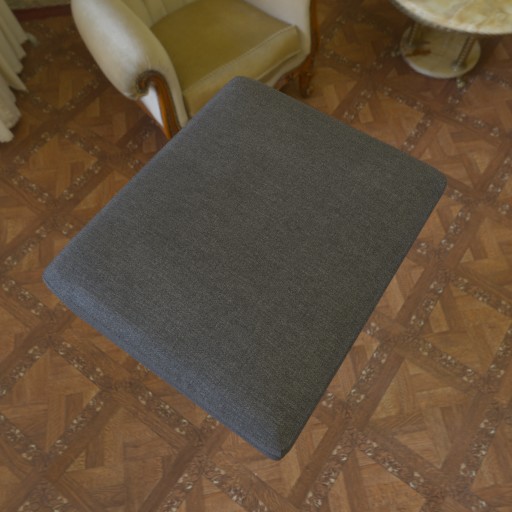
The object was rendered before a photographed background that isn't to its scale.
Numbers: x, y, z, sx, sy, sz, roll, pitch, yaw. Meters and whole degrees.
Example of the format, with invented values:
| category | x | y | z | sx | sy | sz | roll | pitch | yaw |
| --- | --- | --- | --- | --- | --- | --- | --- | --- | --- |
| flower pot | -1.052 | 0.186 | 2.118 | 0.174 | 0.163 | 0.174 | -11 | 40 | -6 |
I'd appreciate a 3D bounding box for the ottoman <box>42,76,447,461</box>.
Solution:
| category | x | y | z | sx | sy | sz | roll | pitch | yaw |
| --- | --- | --- | --- | --- | --- | --- | --- | --- | --- |
| ottoman | 0.000 | 0.000 | 1.247 | 0.693 | 0.474 | 0.821 | 32 | 68 | 14 |
